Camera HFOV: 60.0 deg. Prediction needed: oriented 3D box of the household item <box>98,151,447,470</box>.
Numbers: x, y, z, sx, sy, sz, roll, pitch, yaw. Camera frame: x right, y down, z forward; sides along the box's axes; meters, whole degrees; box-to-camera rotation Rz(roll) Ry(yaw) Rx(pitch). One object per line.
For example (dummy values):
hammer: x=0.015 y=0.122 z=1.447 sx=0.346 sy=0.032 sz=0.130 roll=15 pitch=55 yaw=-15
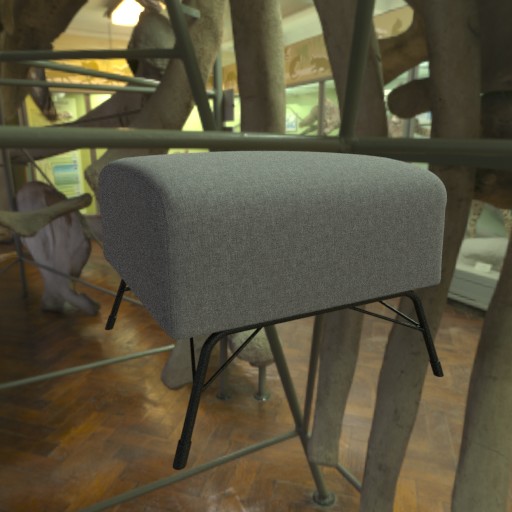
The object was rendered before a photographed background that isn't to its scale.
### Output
household item: x=0.000 y=0.000 z=0.889 sx=0.530 sy=0.410 sz=0.530 roll=-8 pitch=17 yaw=-27
